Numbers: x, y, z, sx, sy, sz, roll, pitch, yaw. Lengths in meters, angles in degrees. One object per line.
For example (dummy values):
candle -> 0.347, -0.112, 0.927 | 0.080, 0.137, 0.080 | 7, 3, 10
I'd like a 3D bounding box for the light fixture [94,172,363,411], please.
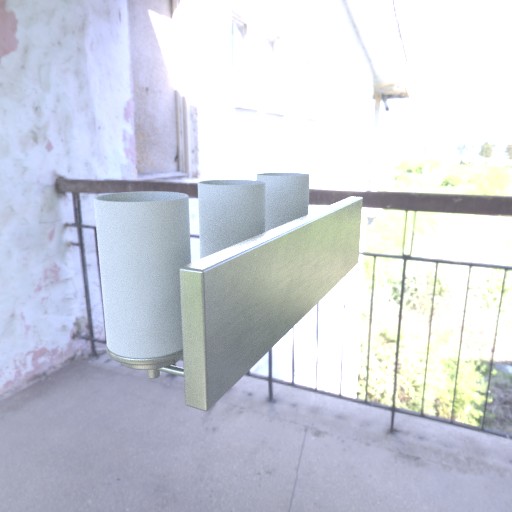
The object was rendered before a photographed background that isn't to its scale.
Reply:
light fixture -> 0.000, 0.000, 0.528 | 0.145, 0.172, 0.451 | 7, 16, 25
